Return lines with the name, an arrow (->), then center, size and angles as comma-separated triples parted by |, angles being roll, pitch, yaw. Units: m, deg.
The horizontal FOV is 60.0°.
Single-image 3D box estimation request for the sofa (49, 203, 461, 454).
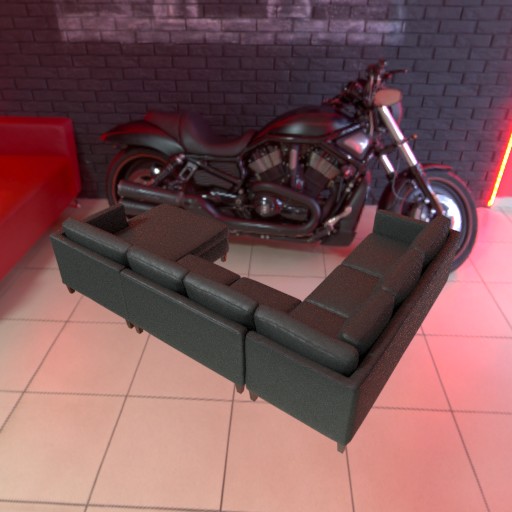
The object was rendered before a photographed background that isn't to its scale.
sofa -> 0.000, 0.000, 4.714 | 3.460, 0.923, 2.593 | 21, 39, 29
